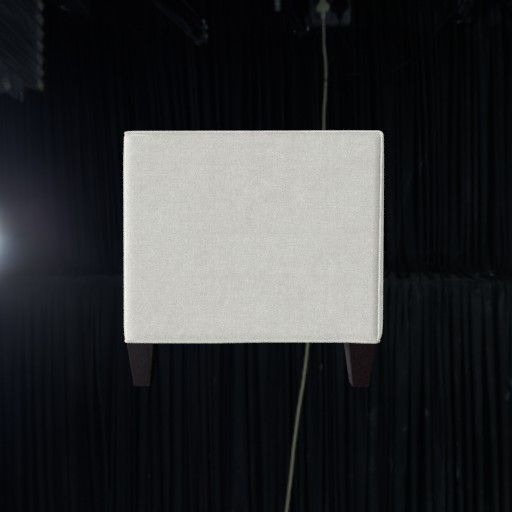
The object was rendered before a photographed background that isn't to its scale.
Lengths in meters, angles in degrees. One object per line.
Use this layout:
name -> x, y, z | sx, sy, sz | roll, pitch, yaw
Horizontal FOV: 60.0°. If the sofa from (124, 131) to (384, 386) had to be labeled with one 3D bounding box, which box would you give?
sofa -> 0.000, 0.000, 2.186 | 0.775, 0.762, 1.778 | 0, 1, 0
